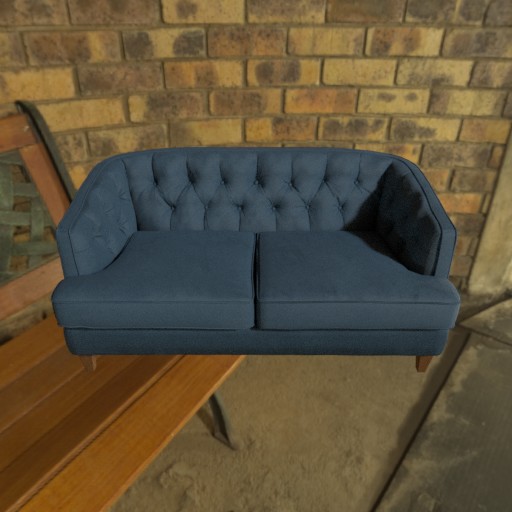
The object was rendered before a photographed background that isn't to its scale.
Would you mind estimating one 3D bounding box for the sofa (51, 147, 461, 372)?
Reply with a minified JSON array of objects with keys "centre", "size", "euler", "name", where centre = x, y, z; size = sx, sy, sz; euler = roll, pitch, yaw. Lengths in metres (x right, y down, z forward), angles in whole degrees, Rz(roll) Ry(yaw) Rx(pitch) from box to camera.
[{"centre":[0.000,0.000,2.227],"size":[1.733,0.854,0.941],"euler":[0,30,0],"name":"sofa"}]
